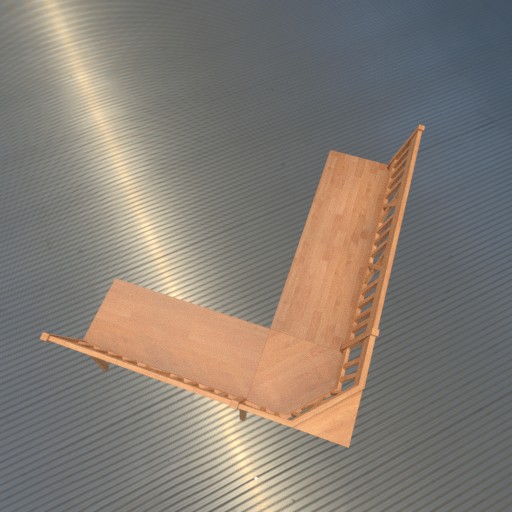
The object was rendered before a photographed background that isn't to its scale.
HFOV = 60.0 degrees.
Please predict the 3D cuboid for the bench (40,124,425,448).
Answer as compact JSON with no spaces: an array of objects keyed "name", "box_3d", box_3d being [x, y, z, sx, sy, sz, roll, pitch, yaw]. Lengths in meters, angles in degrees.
[{"name":"bench","box_3d":[0.000,0.000,2.829,1.537,0.902,1.937,17,65,8]}]
